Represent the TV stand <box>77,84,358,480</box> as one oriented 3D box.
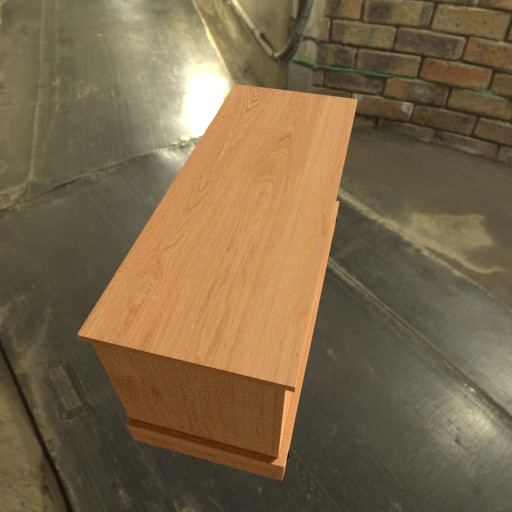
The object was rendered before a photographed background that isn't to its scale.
[{"bbox_3d":[0.000,0.000,1.379,0.440,0.550,1.080,11,48,10],"label":"TV stand"}]
